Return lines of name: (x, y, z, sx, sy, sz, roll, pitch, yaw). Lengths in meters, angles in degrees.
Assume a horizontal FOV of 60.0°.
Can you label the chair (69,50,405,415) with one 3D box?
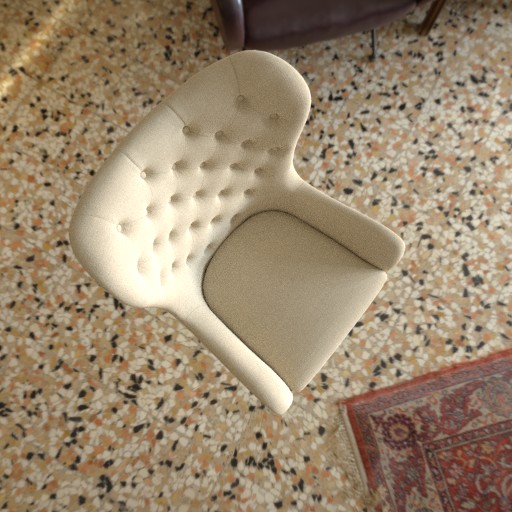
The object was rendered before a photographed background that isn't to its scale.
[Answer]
chair: (0.000, 0.000, 1.698, 0.929, 1.079, 0.831, 39, 80, 8)
